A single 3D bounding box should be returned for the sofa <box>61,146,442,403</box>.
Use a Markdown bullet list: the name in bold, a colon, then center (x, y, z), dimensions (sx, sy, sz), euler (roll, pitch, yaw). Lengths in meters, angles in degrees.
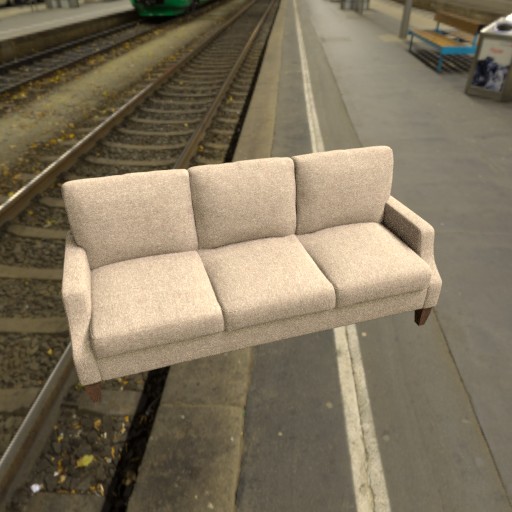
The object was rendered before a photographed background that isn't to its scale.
- **sofa**: center (0.000, 0.000, 2.647), dimensions (2.115, 0.984, 0.888), euler (-10, 34, -15)
